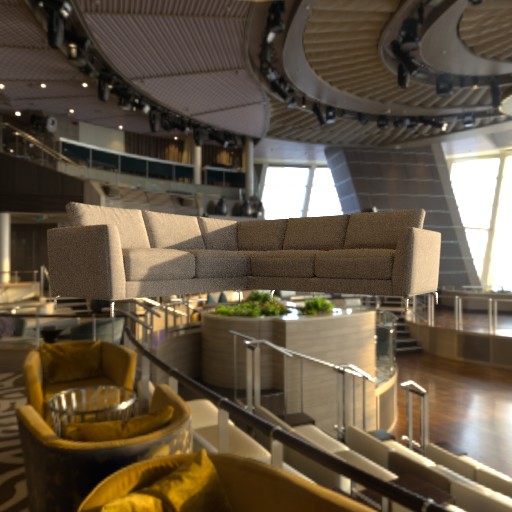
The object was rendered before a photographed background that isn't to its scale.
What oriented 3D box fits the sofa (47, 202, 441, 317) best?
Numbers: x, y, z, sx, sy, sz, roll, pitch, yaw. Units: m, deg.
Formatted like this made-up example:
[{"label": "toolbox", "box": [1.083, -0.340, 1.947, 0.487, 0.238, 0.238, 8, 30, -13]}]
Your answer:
[{"label": "sofa", "box": [0.000, 0.000, 3.756, 2.438, 0.864, 2.438, 0, -1, 37]}]
